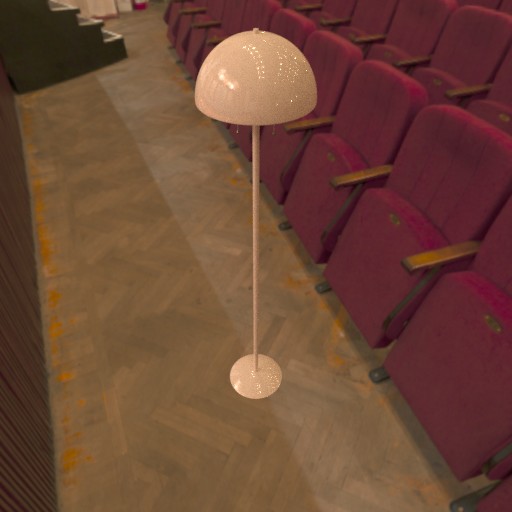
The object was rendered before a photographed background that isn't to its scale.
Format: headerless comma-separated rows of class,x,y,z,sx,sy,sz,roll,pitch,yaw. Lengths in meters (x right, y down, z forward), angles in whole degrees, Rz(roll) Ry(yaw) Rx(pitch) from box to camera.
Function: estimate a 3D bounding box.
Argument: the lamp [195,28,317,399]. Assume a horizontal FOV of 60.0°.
lamp,0.000,0.000,1.573,0.328,1.480,0.328,-12,43,-14
